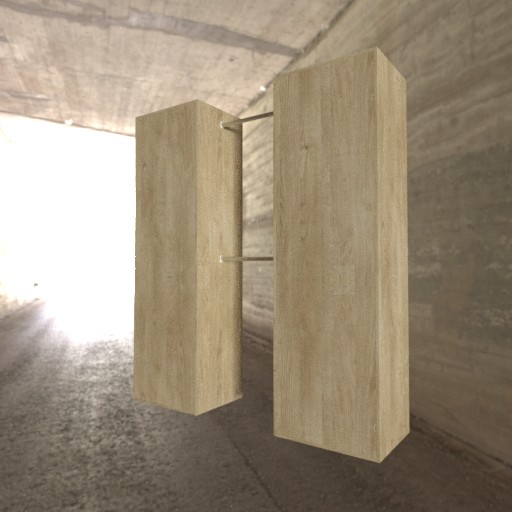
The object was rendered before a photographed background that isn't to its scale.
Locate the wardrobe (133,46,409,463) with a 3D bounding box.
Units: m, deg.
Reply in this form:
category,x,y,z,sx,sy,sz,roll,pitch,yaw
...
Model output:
category,x,y,z,sx,sy,sz,roll,pitch,yaw
wardrobe,0.000,0.000,2.830,1.770,2.000,0.480,-1,-2,35
